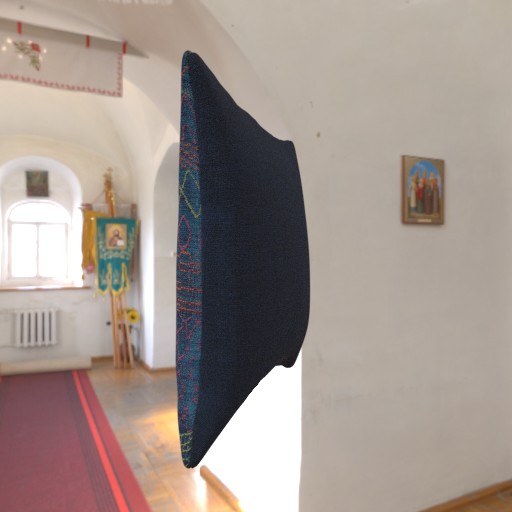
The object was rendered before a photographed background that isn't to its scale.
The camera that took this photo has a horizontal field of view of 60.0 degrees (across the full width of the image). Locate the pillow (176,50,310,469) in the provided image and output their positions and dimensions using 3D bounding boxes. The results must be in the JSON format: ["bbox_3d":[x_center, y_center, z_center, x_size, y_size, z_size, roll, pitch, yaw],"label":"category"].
[{"bbox_3d":[0.000,0.000,0.645,0.141,0.431,0.431,0,1,18],"label":"pillow"}]
